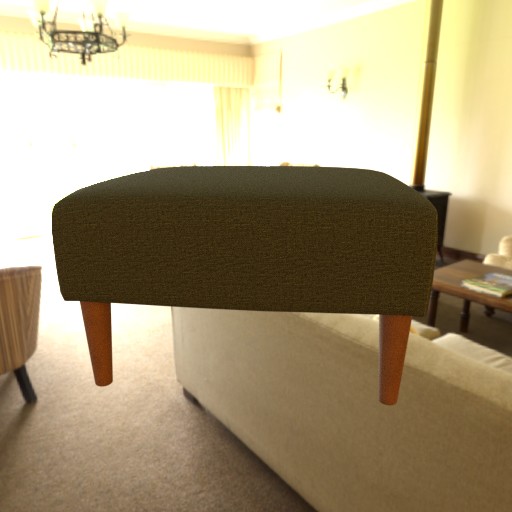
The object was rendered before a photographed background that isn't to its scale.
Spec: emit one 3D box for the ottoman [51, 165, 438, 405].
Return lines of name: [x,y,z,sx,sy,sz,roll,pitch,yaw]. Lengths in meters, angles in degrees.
ottoman: [0.000,0.000,1.049,0.650,0.398,0.649,2,16,6]
